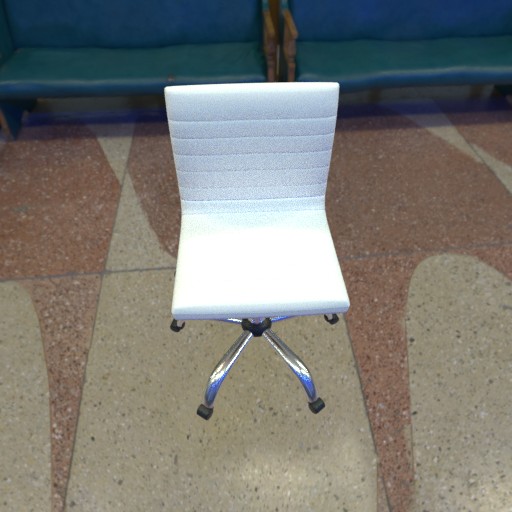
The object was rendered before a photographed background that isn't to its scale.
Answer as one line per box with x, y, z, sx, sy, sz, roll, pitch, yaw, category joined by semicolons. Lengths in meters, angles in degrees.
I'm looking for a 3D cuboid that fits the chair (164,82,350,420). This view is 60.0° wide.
0.000;0.000;1.150;0.556;0.780;0.530;-2;46;-2;chair
